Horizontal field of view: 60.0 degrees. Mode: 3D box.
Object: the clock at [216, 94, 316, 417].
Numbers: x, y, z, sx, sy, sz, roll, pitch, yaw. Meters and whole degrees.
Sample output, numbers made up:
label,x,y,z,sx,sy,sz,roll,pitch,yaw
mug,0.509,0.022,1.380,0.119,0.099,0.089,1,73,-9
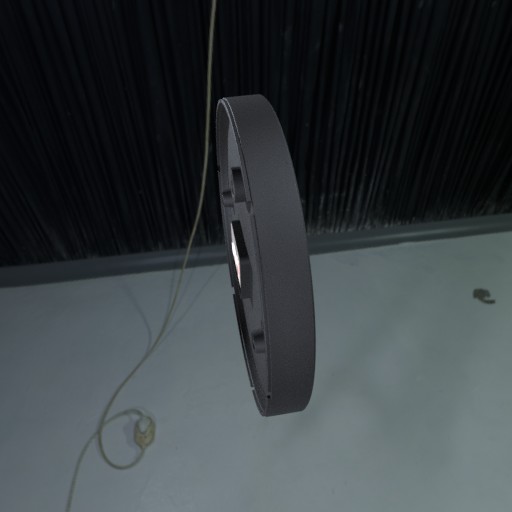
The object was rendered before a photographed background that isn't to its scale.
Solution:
label,x,y,z,sx,sy,sz,roll,pitch,yaw
clock,0.000,0.000,0.430,0.040,0.293,0.293,-8,47,-7
